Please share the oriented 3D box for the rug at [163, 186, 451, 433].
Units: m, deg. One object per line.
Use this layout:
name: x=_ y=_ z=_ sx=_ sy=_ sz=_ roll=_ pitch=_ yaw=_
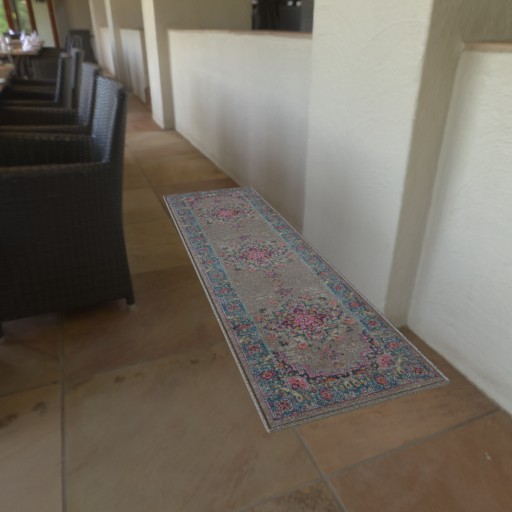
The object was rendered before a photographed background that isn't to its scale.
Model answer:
rug: x=0.000 y=0.000 z=1.942 sx=0.553 sy=0.012 sz=1.827 roll=-9 pitch=29 yaw=-16
